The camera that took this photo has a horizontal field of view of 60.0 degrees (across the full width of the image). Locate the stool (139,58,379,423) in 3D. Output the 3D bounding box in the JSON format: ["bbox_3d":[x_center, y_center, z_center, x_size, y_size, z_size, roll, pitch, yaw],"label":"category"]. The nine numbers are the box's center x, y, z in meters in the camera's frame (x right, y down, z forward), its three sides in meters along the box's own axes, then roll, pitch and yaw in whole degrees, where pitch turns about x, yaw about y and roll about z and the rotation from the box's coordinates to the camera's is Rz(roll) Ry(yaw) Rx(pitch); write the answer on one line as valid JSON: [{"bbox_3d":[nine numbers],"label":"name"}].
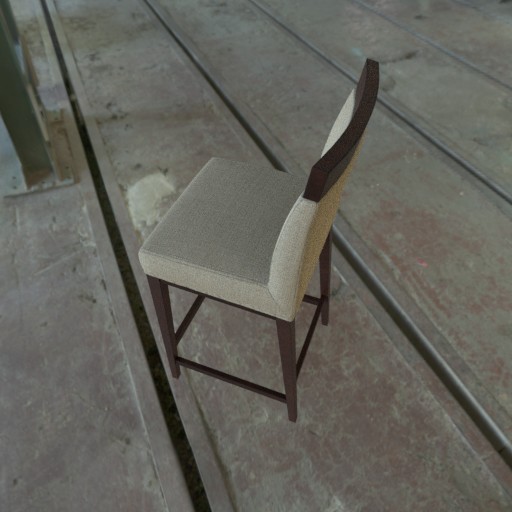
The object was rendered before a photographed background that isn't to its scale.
[{"bbox_3d":[0.000,0.000,1.279,0.480,1.011,0.463,16,49,14],"label":"stool"}]
